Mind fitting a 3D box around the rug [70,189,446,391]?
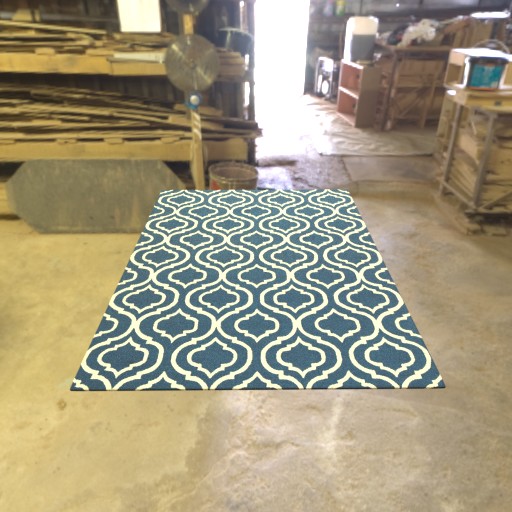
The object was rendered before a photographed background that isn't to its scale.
[{"bbox_3d":[0.000,0.000,2.709,1.524,0.010,2.134,0,30,0],"label":"rug"}]
